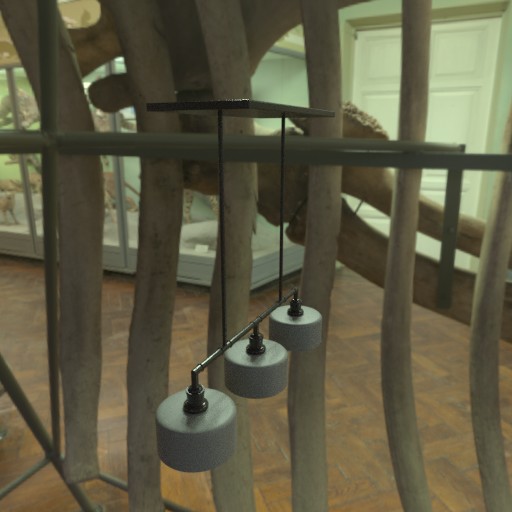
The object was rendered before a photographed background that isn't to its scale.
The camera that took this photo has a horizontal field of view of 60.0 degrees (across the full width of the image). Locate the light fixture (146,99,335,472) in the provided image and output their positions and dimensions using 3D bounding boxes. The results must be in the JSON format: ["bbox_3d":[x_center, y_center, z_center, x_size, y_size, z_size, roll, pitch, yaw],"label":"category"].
[{"bbox_3d":[0.000,0.000,0.878,0.177,0.557,0.582,8,17,26],"label":"light fixture"}]
